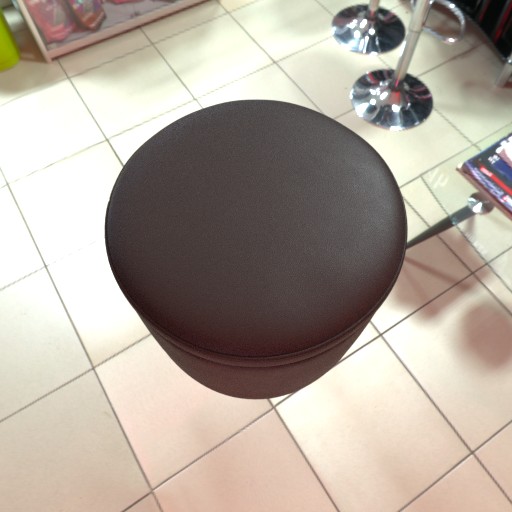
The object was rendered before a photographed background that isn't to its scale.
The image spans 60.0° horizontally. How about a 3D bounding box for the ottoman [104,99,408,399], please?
[{"bbox_3d":[0.000,0.000,0.882,0.500,0.409,0.500,0,64,0],"label":"ottoman"}]
